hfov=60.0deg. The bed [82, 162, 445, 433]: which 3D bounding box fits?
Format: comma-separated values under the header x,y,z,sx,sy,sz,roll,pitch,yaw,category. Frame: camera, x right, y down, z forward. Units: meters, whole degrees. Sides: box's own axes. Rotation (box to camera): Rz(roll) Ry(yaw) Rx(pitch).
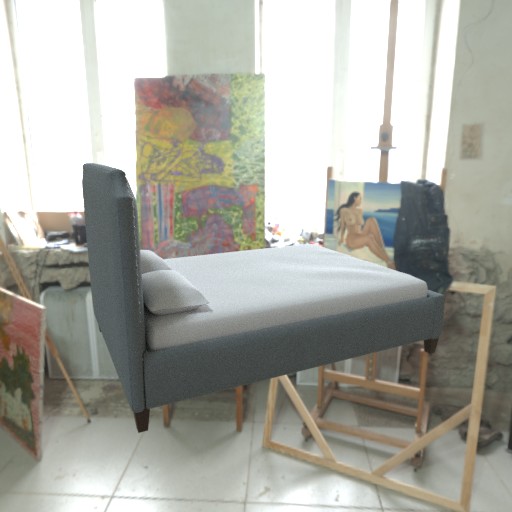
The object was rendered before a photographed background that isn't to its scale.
x,y,z,sx,sy,sz,roll,pitch,yaw,category
0.000,0.000,3.495,2.372,1.443,1.712,-6,15,-25,bed
